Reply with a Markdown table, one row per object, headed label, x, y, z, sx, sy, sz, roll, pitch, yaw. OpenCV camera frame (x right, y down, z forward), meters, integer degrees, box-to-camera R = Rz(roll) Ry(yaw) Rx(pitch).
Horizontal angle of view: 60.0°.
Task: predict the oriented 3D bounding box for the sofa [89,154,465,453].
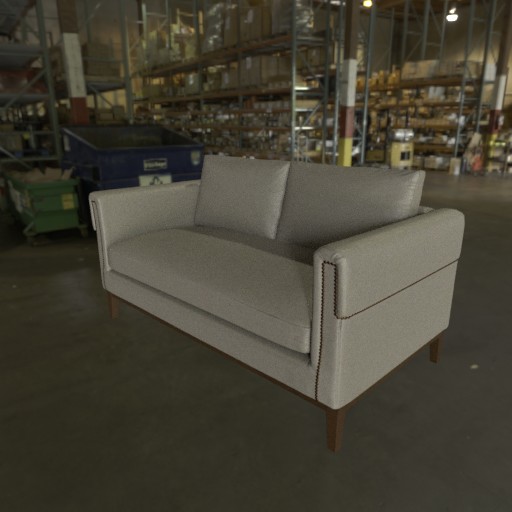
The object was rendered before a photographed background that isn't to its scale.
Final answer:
| label | x | y | z | sx | sy | sz | roll | pitch | yaw |
| --- | --- | --- | --- | --- | --- | --- | --- | --- | --- |
| sofa | 0.000 | 0.000 | 2.132 | 1.598 | 0.873 | 0.899 | 16 | 23 | 42 |
